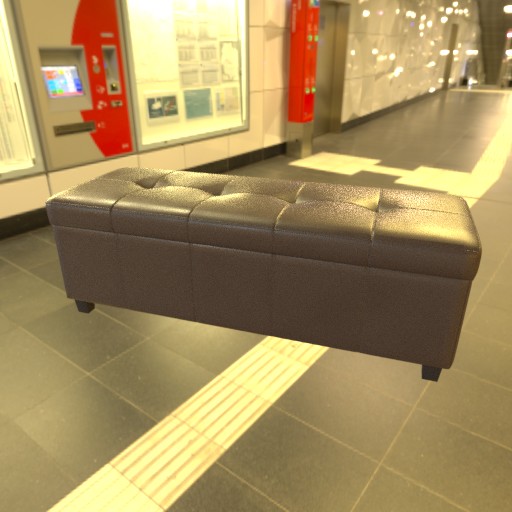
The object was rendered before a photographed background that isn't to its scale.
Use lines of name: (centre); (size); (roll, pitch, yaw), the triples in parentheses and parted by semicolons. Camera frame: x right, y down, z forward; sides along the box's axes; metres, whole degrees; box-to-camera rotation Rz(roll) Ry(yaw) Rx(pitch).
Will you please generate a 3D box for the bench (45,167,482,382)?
bench: (0.000, 0.000, 1.423); (1.219, 0.417, 0.450); (8, 26, 16)
